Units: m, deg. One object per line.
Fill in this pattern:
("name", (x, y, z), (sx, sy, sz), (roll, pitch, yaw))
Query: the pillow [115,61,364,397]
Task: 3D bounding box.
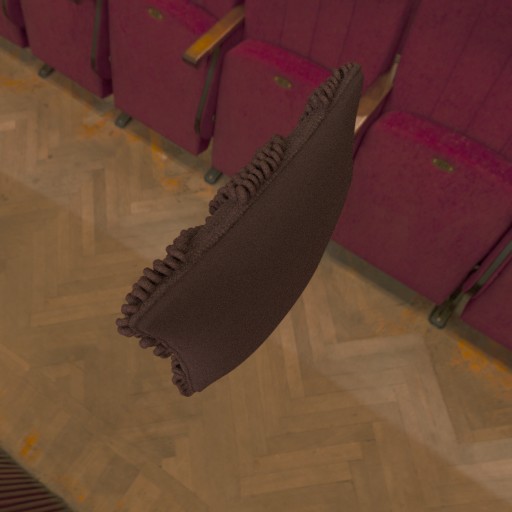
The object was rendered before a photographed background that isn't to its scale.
("pillow", (0.000, 0.000, 0.723), (0.172, 0.467, 0.470), (34, 69, 15))
